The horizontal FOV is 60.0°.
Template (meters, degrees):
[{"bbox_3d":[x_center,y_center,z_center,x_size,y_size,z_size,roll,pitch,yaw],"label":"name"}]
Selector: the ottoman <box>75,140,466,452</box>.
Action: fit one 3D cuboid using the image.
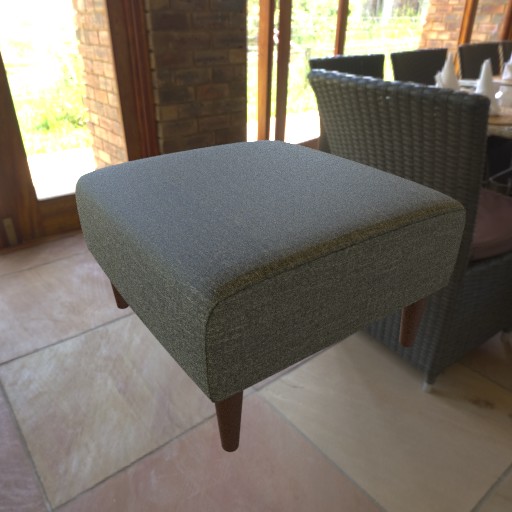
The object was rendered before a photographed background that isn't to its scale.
[{"bbox_3d":[0.000,0.000,1.056,0.648,0.399,0.655,-18,33,-30],"label":"ottoman"}]
